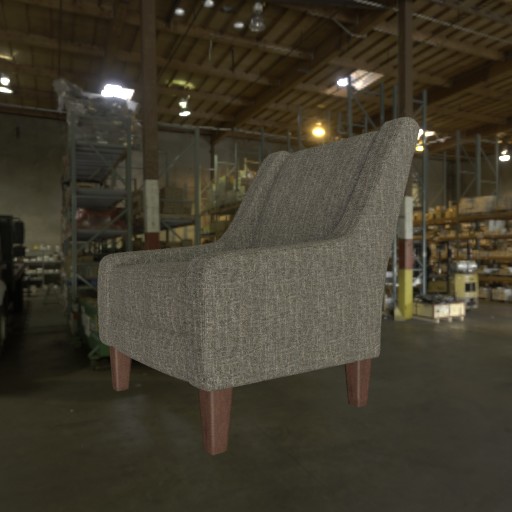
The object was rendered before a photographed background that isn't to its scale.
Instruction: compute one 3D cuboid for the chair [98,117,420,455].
[{"bbox_3d":[0.000,0.000,1.656,0.944,1.012,0.793,0,0,-38],"label":"chair"}]
